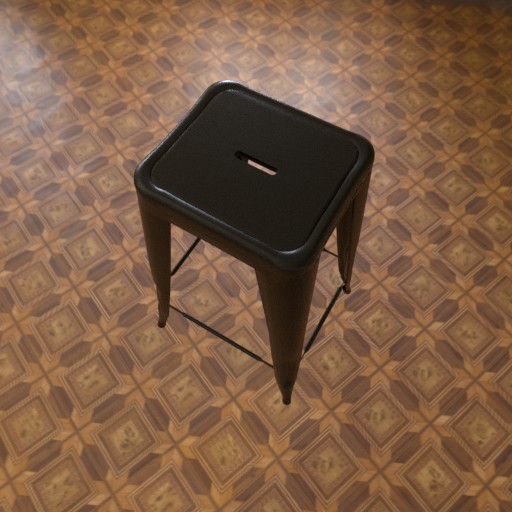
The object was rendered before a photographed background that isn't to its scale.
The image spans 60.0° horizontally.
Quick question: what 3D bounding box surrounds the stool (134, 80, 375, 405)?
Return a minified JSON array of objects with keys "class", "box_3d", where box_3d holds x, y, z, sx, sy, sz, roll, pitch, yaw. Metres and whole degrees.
[{"class":"stool","box_3d":[0.000,0.000,0.913,0.455,0.609,0.423,18,65,9]}]
